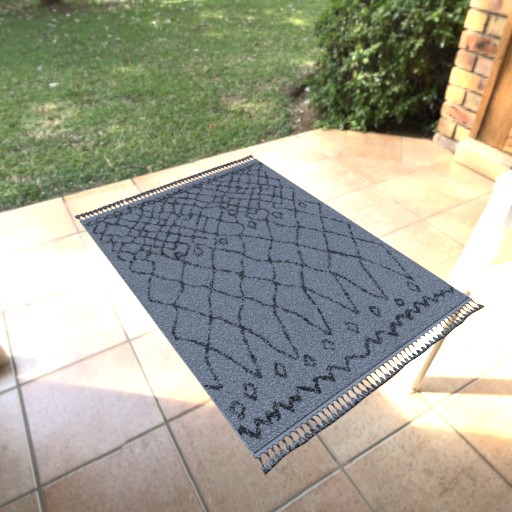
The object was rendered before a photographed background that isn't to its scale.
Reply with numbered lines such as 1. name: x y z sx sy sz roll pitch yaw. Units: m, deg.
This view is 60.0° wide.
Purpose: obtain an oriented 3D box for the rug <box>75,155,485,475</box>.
1. rug: 0.000 0.000 2.921 1.613 0.017 2.312 -26 46 -27
